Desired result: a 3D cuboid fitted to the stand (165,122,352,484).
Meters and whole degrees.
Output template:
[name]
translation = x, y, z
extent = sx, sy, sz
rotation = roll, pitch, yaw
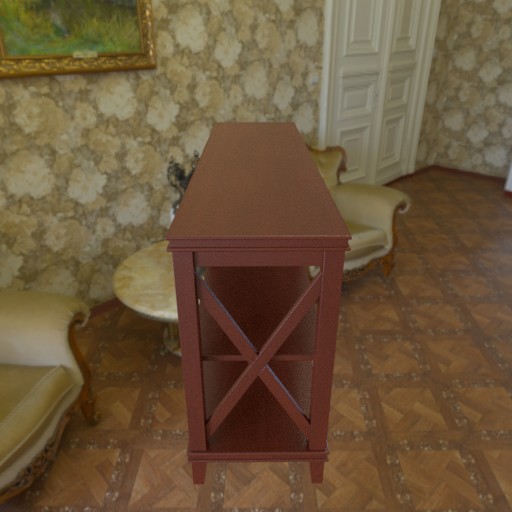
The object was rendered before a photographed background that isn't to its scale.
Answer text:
[stand]
translation = 0.000, 0.000, 1.684
extent = 0.381, 0.762, 1.372
rotation = 0, 26, 0
